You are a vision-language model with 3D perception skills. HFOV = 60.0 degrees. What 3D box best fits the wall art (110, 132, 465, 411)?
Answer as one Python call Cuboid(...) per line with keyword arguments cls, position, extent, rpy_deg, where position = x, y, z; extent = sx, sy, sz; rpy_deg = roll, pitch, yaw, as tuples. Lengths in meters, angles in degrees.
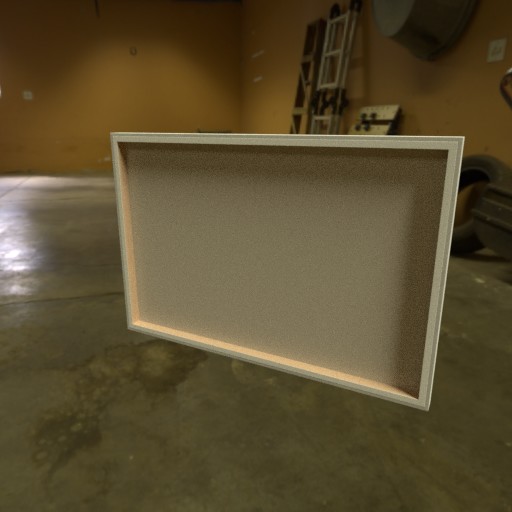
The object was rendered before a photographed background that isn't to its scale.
Cuboid(cls="wall art", position=(0.000, 0.000, 1.154), extent=(0.915, 0.610, 0.038), rpy_deg=(9, 19, 27))
